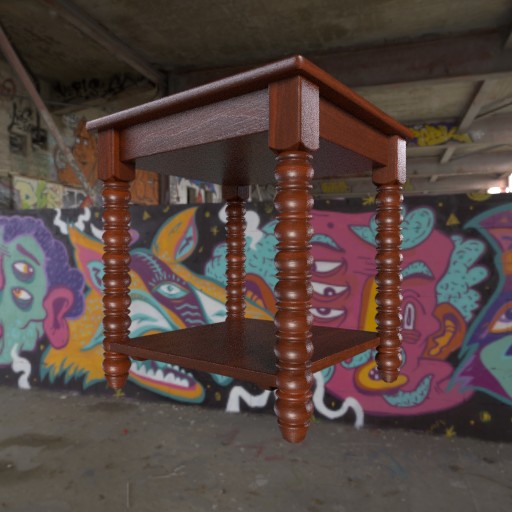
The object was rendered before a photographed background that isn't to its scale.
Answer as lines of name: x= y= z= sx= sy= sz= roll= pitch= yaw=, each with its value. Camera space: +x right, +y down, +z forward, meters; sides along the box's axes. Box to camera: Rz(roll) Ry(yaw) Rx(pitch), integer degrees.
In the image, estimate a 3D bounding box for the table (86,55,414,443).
table: x=0.000 y=0.000 z=0.976 sx=0.533 sy=0.567 sz=0.500 roll=0 pitch=0 yaw=37
